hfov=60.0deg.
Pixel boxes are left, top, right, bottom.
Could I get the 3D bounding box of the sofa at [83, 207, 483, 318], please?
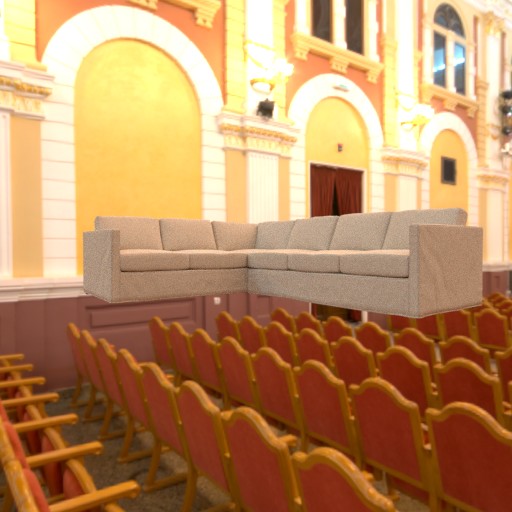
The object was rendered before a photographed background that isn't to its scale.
[{"bbox_3d":[0.000,0.000,4.285,2.432,0.871,3.182,-1,1,-36],"label":"sofa"}]
